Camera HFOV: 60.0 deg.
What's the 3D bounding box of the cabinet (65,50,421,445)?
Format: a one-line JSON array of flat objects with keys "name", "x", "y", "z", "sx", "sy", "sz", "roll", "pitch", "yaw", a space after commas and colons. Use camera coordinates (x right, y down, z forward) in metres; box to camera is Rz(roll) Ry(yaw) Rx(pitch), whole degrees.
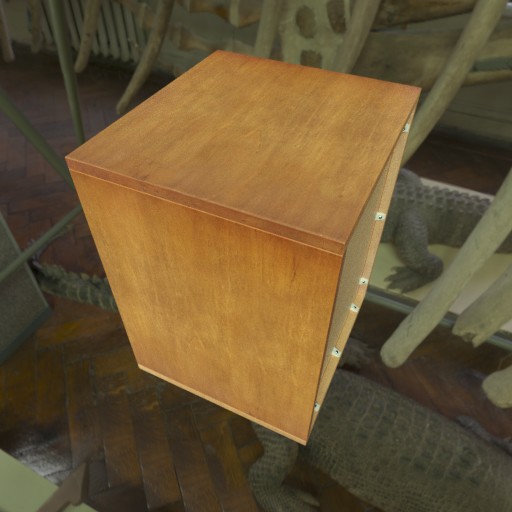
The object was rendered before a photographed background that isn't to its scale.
[{"name": "cabinet", "x": 0.000, "y": 0.000, "z": 0.856, "sx": 0.401, "sy": 0.579, "sz": 0.409, "roll": 19, "pitch": 48, "yaw": 18}]
